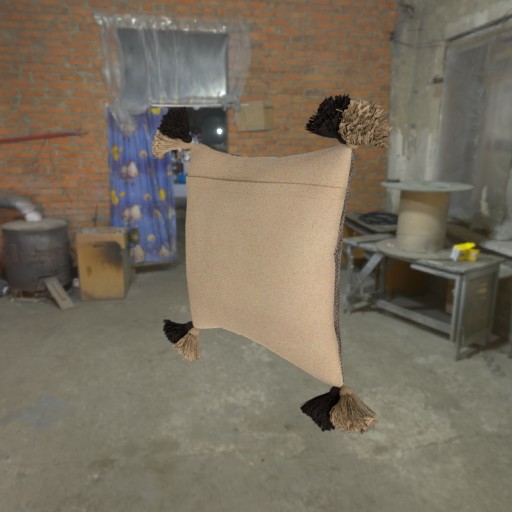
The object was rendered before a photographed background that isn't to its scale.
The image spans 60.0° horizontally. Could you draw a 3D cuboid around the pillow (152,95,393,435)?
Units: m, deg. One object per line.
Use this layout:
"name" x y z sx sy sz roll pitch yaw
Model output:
"pillow" 0.000 0.000 0.988 0.170 0.659 0.654 -13 19 -43
